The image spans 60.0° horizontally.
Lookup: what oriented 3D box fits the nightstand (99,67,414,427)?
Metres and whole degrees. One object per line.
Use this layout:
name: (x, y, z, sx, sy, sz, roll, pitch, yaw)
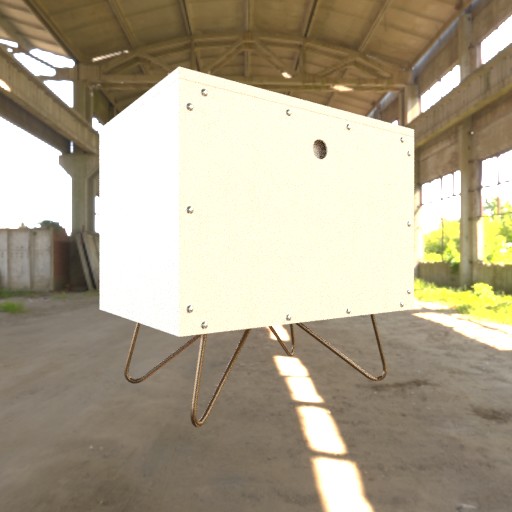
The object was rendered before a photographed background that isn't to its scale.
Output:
nightstand: (0.000, 0.000, 1.061, 0.614, 0.604, 0.447, 0, 0, -35)
